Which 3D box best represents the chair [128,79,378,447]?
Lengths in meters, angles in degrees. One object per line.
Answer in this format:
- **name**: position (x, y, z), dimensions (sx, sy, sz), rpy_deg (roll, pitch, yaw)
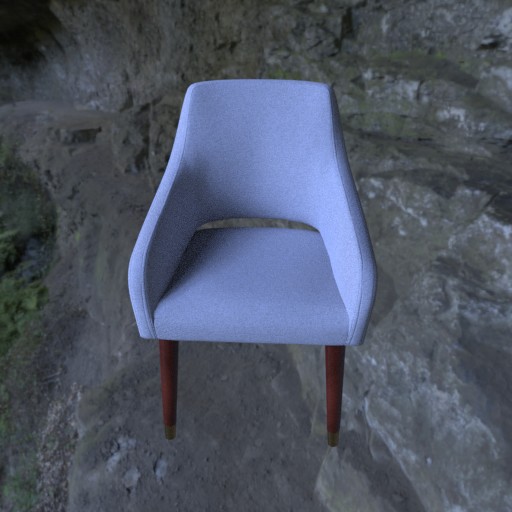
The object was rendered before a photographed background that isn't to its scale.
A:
- **chair**: position (0.000, 0.000, 1.301), dimensions (0.609, 0.889, 0.600), rpy_deg (1, 30, 2)
